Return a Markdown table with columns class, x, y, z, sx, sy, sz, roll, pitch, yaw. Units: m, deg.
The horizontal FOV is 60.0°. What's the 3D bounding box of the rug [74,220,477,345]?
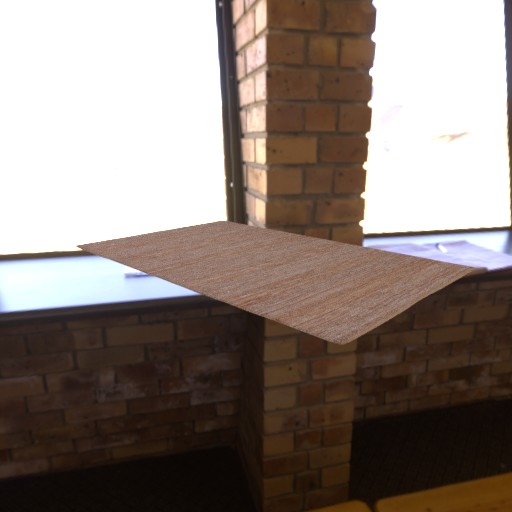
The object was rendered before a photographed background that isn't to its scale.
| class | x | y | z | sx | sy | sz | roll | pitch | yaw |
| --- | --- | --- | --- | --- | --- | --- | --- | --- | --- |
| rug | 0.000 | 0.000 | 3.110 | 2.446 | 0.009 | 1.529 | 14 | 20 | 42 |
